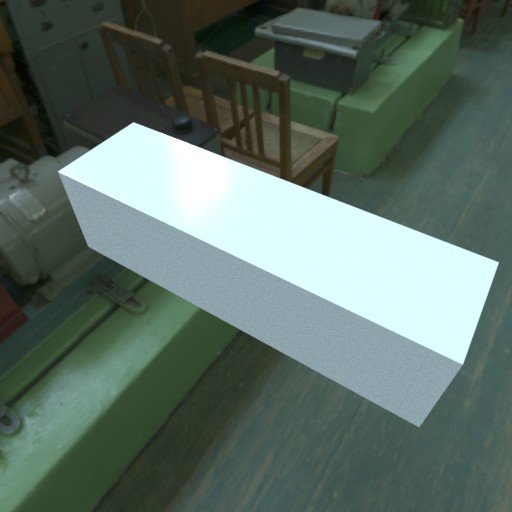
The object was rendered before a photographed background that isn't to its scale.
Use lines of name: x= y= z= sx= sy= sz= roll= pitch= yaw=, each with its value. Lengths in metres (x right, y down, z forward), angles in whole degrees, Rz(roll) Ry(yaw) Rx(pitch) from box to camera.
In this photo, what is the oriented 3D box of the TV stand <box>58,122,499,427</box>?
TV stand: x=0.000 y=0.000 z=1.672 sx=1.500 sy=0.440 sz=0.410 roll=25 pitch=52 yaw=21
